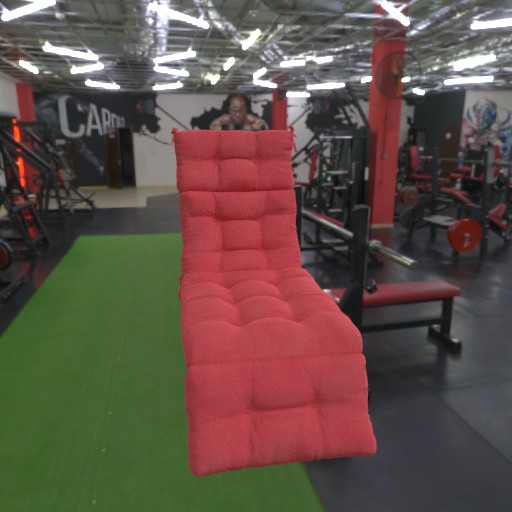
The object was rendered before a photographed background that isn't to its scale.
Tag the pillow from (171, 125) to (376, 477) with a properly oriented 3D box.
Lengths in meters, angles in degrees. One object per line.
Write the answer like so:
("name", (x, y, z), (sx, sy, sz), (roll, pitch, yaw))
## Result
("pillow", (0.000, 0.000, 1.474), (0.526, 0.863, 1.016), (-3, 15, -10))
